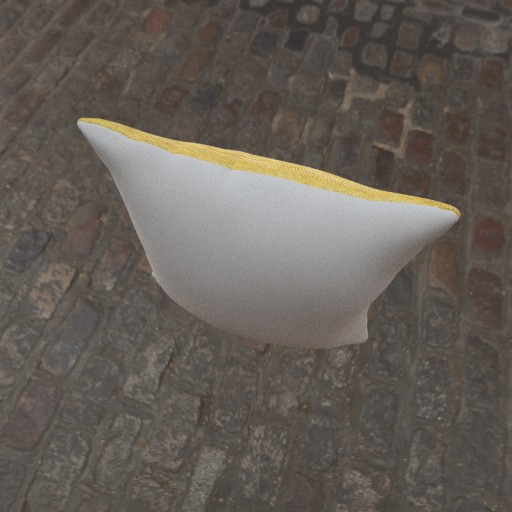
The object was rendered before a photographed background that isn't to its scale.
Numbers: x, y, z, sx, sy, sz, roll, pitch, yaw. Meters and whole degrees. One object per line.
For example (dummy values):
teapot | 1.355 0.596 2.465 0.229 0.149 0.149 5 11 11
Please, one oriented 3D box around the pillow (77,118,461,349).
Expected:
pillow | 0.000 0.000 0.690 0.450 0.450 0.211 16 64 8
